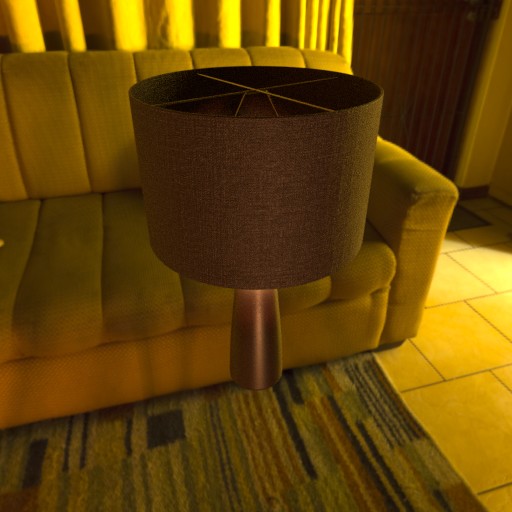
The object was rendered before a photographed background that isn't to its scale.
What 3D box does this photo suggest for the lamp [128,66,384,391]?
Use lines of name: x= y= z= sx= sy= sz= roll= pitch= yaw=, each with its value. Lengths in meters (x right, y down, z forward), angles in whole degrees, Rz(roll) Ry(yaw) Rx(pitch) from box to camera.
lamp: x=0.000 y=0.000 z=0.668 sx=0.303 sy=0.488 sz=0.303 roll=0 pitch=32 yaw=0
